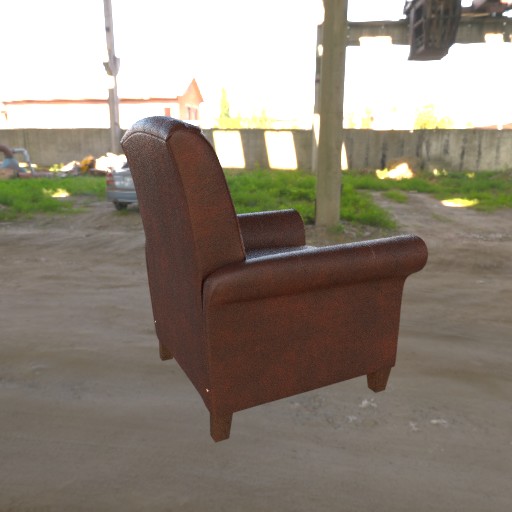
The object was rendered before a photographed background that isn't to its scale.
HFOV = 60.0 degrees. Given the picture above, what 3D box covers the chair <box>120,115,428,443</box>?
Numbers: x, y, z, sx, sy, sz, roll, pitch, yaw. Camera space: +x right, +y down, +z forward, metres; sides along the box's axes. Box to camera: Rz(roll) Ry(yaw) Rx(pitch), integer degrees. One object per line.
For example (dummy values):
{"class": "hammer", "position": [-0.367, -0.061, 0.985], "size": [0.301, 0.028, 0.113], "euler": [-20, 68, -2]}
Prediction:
{"class": "chair", "position": [0.000, 0.000, 1.809], "size": [0.902, 1.061, 0.978], "euler": [-7, 15, -26]}
